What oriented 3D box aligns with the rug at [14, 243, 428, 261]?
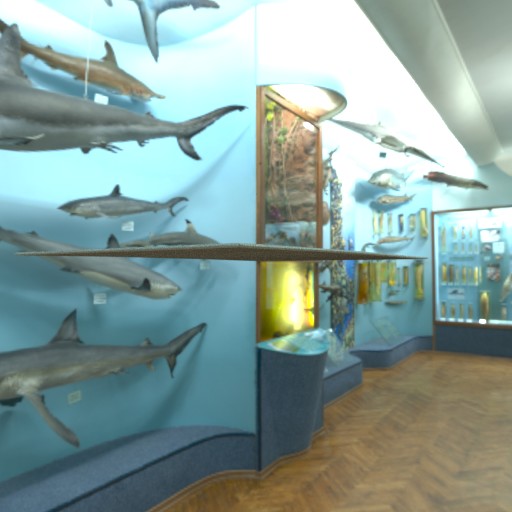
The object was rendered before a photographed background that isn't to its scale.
[{"bbox_3d":[0.000,0.000,2.262,1.224,0.016,1.830,-1,-2,36],"label":"rug"}]
